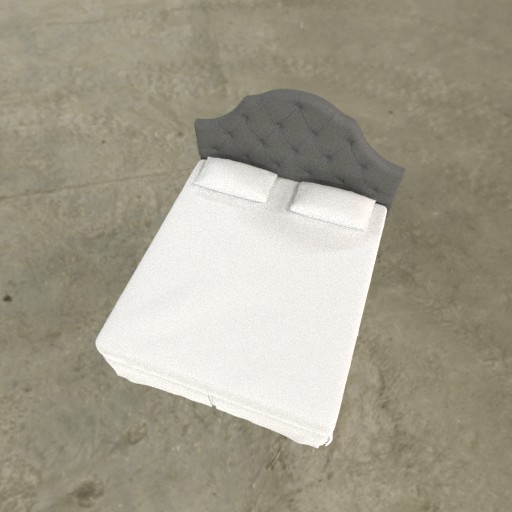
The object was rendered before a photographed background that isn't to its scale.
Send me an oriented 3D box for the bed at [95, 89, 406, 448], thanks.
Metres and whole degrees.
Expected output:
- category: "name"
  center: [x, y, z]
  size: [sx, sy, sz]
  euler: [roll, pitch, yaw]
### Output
- category: "bed"
  center: [0.000, 0.000, 3.627]
  size: [2.008, 1.615, 2.214]
  euler: [16, 59, 10]
